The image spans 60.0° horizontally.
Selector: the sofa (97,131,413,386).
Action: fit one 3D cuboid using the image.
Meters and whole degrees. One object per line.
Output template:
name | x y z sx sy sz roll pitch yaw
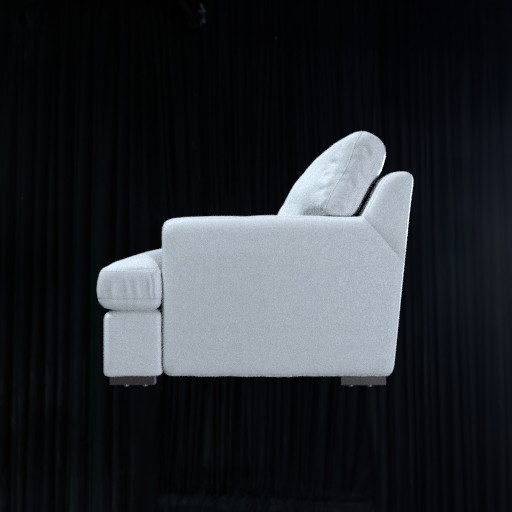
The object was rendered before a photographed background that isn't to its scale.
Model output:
sofa | 0.000 0.000 2.473 1.143 0.940 1.880 0 0 0
